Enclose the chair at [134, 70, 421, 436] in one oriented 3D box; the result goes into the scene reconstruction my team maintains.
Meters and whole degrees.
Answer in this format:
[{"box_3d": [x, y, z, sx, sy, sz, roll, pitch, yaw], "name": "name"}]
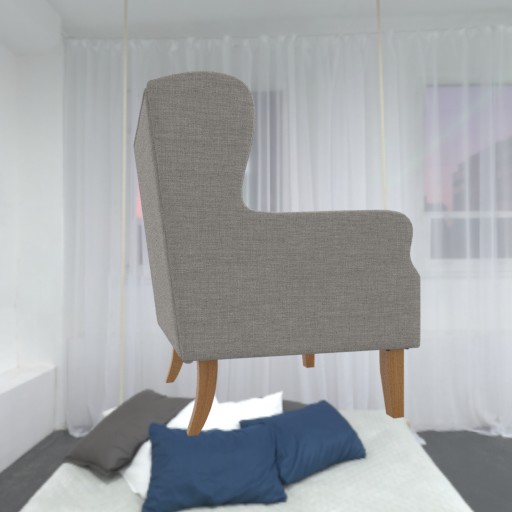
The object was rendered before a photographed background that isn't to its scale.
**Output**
[{"box_3d": [0.000, 0.000, 1.473, 0.760, 0.930, 0.710, 0, 0, -18], "name": "chair"}]
